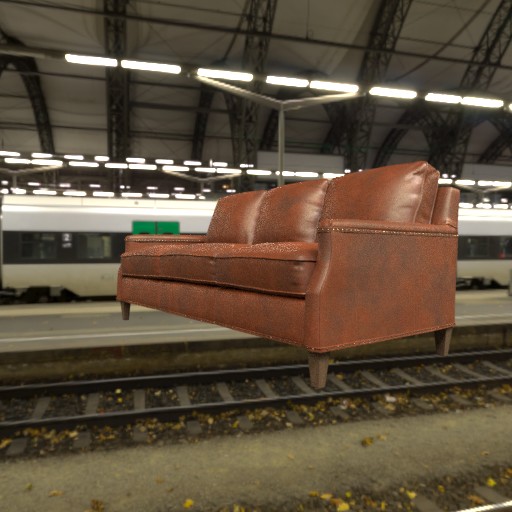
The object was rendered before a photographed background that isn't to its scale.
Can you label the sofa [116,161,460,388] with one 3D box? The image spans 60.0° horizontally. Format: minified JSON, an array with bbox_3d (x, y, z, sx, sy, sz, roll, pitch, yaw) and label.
[{"bbox_3d":[0.000,0.000,2.866,1.084,1.003,2.240,-1,1,-37],"label":"sofa"}]
